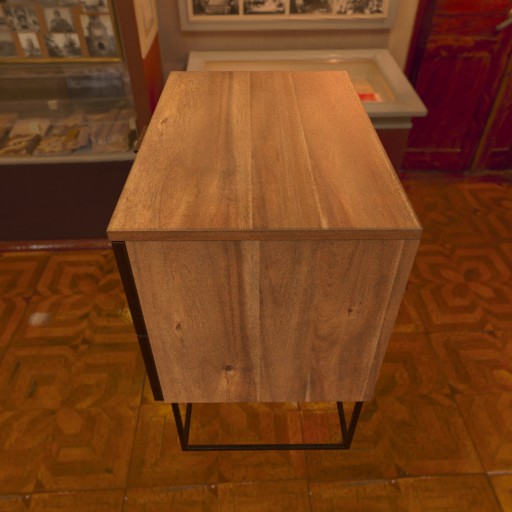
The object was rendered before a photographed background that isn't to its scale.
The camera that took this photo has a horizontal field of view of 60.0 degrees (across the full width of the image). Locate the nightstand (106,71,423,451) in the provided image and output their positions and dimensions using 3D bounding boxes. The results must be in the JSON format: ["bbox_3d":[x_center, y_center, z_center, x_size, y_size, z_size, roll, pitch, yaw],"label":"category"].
[{"bbox_3d":[0.000,0.000,0.997,0.427,0.611,0.605,0,41,0],"label":"nightstand"}]
